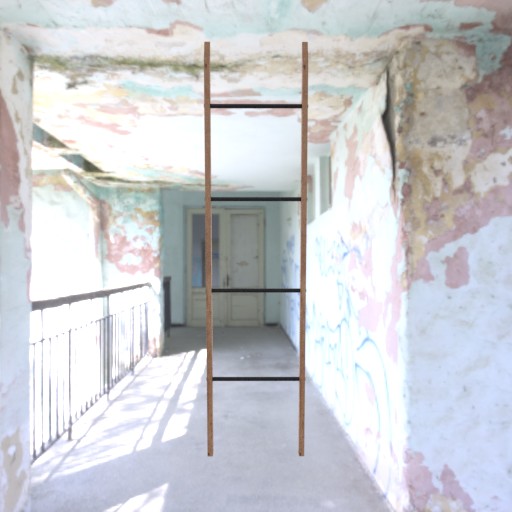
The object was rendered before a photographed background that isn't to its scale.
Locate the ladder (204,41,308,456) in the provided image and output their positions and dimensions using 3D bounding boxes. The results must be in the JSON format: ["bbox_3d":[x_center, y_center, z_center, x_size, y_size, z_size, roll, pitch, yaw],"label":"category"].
[{"bbox_3d":[0.000,0.000,1.941,0.442,1.805,0.200,0,-1,0],"label":"ladder"}]
